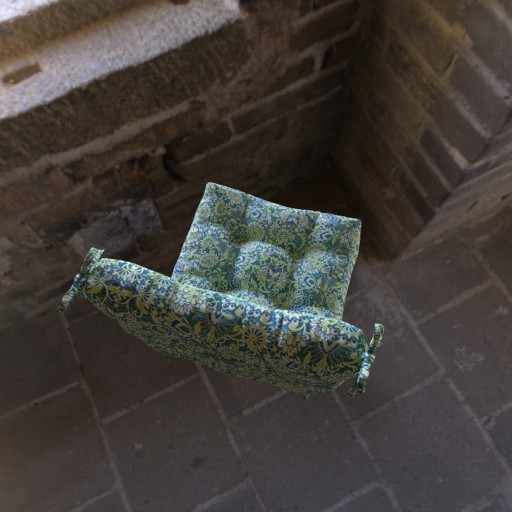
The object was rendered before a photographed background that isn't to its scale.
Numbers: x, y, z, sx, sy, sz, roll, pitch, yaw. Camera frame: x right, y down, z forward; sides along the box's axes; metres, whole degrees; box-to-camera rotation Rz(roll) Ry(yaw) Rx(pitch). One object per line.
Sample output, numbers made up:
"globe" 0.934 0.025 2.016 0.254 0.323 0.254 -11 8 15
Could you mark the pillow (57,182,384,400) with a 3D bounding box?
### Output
"pillow" 0.000 0.000 1.006 0.519 0.605 0.571 15 67 6
